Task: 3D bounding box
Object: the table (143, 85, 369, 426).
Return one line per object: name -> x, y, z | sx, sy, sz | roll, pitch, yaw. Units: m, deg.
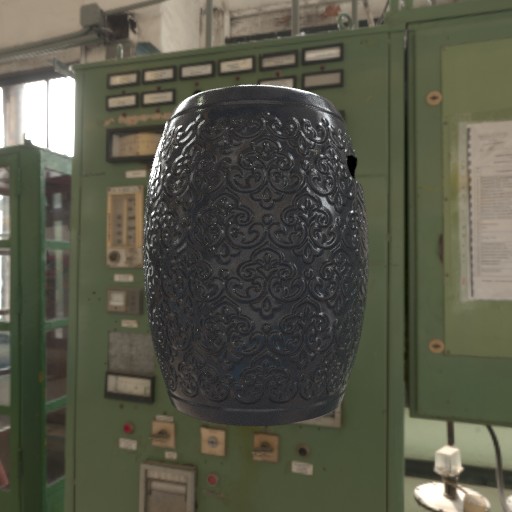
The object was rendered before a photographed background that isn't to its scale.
table -> 0.000, 0.000, 0.624 | 0.309, 0.397, 0.309 | 0, -1, 0
